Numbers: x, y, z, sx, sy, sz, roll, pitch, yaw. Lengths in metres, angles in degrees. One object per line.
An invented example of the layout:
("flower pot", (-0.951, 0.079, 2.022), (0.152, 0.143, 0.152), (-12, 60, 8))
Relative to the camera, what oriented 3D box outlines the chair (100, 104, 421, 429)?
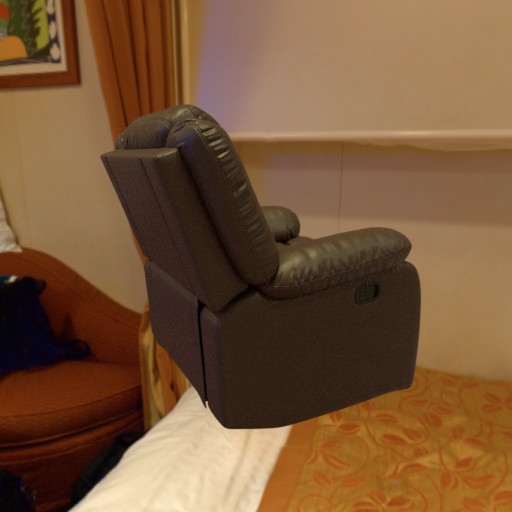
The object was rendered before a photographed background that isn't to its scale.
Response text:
("chair", (0.000, 0.000, 1.639), (0.934, 1.009, 0.899), (-7, 15, -27))
